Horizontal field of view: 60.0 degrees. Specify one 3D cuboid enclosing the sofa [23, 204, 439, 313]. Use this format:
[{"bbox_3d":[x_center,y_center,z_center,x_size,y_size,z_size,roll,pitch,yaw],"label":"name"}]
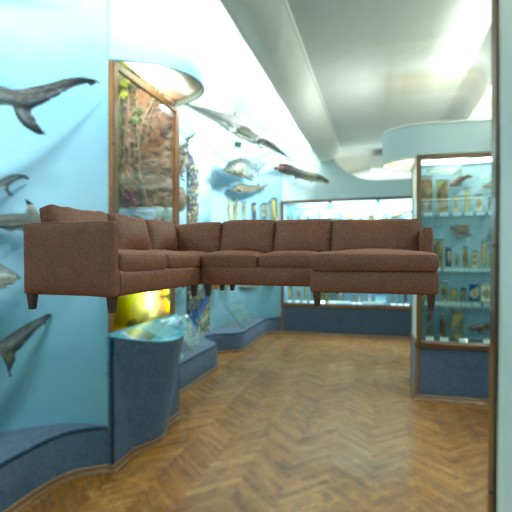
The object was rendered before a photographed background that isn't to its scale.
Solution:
[{"bbox_3d":[0.000,0.000,4.515,3.460,0.923,2.593,0,0,17],"label":"sofa"}]
